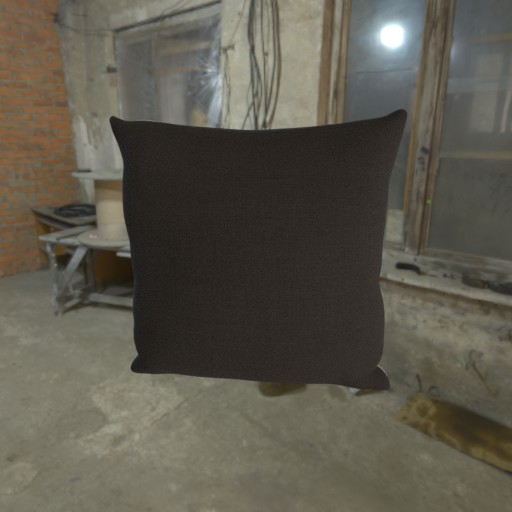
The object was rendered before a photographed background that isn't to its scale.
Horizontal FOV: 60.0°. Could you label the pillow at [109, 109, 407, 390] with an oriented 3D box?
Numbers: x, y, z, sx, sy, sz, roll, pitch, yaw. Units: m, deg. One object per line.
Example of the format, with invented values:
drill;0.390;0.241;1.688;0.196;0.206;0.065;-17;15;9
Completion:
pillow;0.000;0.000;0.794;0.503;0.496;0.208;2;15;7
